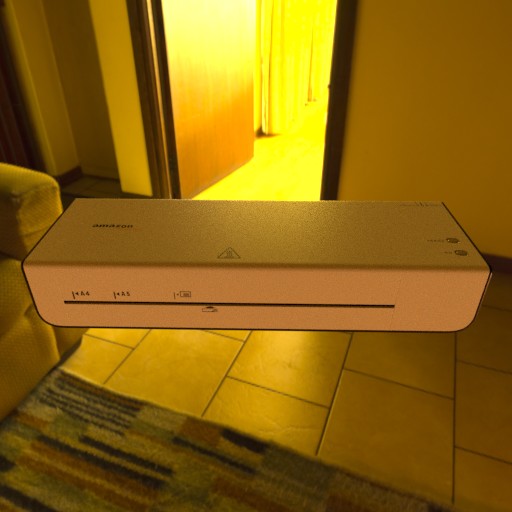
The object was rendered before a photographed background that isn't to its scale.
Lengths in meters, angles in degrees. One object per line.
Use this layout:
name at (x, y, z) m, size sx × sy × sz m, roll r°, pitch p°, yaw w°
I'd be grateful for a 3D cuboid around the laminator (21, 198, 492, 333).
laminator at (0.000, 0.000, 0.385) m, size 0.340 × 0.062 × 0.123 m, roll 1°, pitch 33°, yaw 1°
